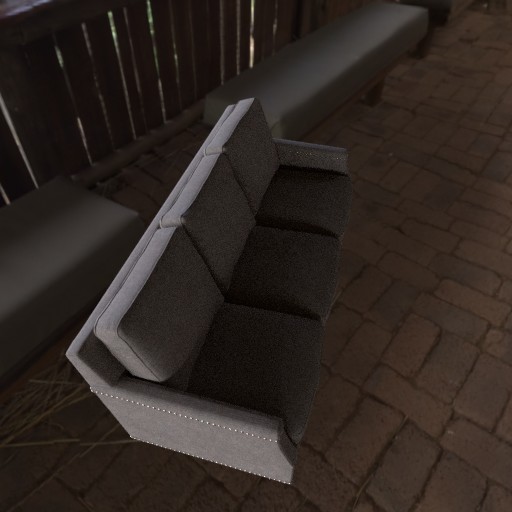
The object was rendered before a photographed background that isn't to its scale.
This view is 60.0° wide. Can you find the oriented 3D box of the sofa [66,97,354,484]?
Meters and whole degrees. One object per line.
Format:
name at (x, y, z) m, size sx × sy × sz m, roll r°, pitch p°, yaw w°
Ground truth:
sofa at (0.000, 0.000, 2.730) m, size 1.034 × 1.042 × 2.226 m, roll 11°, pitch 47°, yaw 11°
